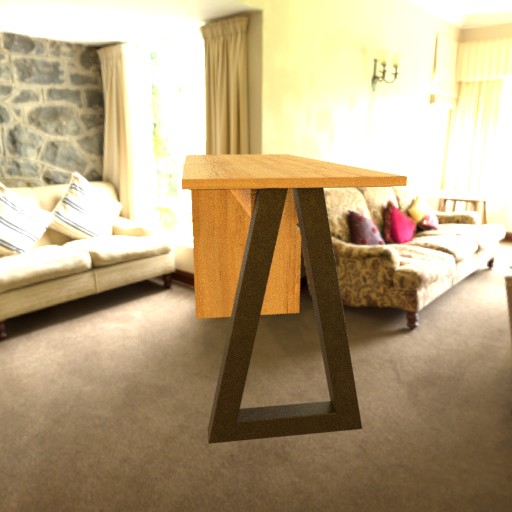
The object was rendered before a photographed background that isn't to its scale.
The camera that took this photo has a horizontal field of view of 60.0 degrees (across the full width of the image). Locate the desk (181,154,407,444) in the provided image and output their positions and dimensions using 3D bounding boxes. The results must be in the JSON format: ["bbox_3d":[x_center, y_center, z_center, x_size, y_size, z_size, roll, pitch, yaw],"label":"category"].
[{"bbox_3d":[0.000,0.000,1.822,0.550,0.760,1.400,-2,15,-8],"label":"desk"}]
